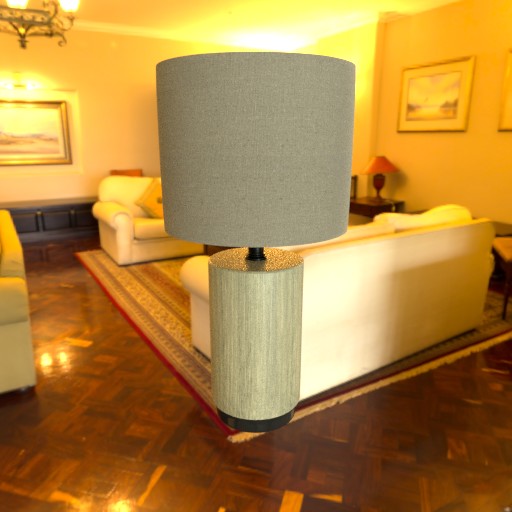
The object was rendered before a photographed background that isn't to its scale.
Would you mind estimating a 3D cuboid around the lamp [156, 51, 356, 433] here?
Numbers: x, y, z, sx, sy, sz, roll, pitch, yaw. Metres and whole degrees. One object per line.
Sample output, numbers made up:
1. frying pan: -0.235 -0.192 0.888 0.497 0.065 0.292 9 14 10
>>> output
1. lamp: 0.000 0.000 0.568 0.228 0.444 0.228 3 15 10
